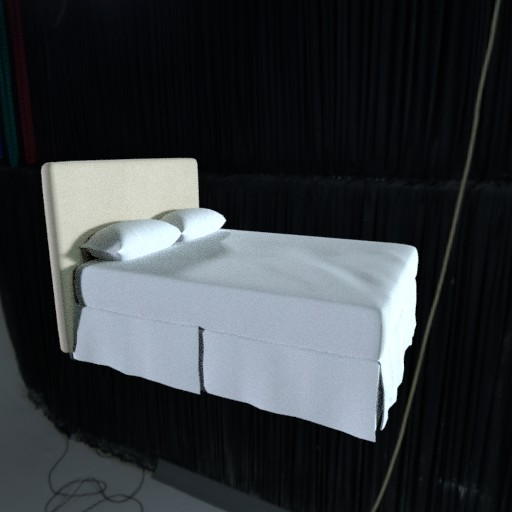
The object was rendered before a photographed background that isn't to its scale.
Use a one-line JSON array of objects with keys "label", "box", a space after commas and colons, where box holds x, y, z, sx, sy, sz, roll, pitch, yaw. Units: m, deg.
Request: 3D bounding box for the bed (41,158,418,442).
[{"label": "bed", "box": [0.000, 0.000, 3.154, 2.142, 1.330, 1.723, 6, 15, 24]}]
